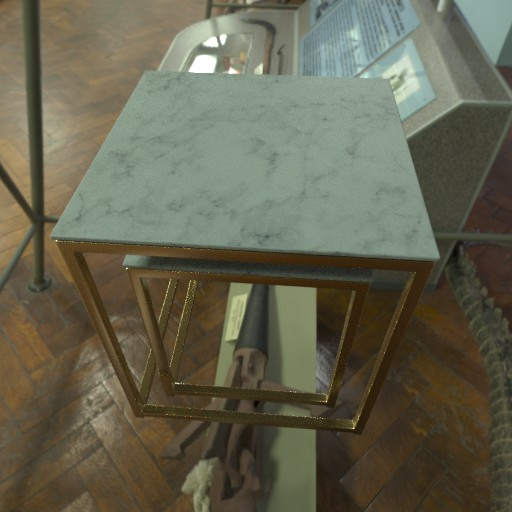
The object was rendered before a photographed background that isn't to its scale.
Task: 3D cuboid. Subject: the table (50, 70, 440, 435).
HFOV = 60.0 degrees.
[{"bbox_3d":[0.000,0.000,0.842,0.450,0.500,0.450,3,46,3],"label":"table"}]
